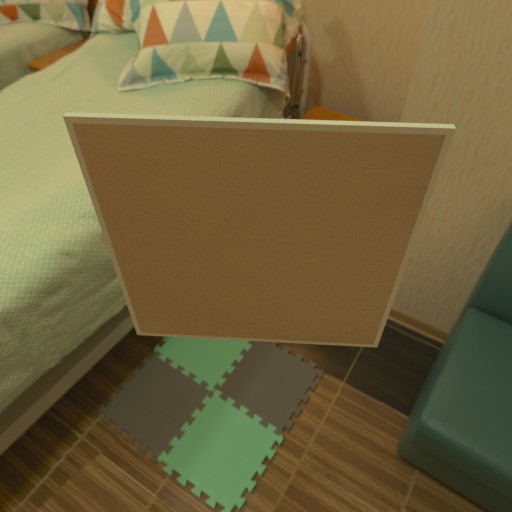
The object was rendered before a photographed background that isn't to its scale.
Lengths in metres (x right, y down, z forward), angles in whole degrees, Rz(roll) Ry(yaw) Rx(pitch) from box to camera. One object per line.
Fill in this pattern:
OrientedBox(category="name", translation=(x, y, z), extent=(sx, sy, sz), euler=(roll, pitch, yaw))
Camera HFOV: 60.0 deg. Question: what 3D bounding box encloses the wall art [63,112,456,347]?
OrientedBox(category="wall art", translation=(0.000, 0.000, 0.832), extent=(0.557, 0.557, 0.012), euler=(3, 46, 2))
